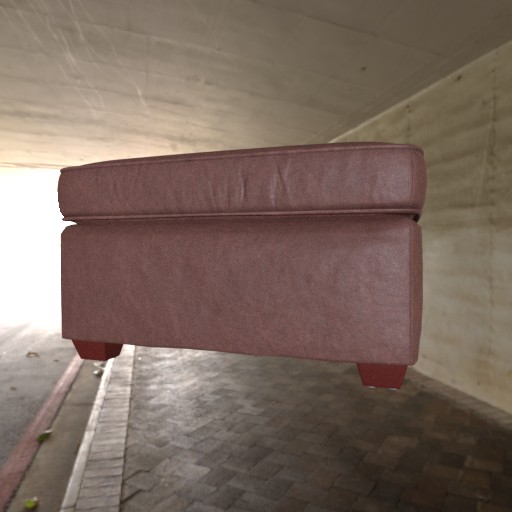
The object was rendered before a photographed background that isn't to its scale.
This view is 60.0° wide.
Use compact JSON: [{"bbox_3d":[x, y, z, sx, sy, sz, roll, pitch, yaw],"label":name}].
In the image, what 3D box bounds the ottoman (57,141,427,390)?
[{"bbox_3d":[0.000,0.000,1.064,0.749,0.449,0.548,0,1,18],"label":"ottoman"}]
